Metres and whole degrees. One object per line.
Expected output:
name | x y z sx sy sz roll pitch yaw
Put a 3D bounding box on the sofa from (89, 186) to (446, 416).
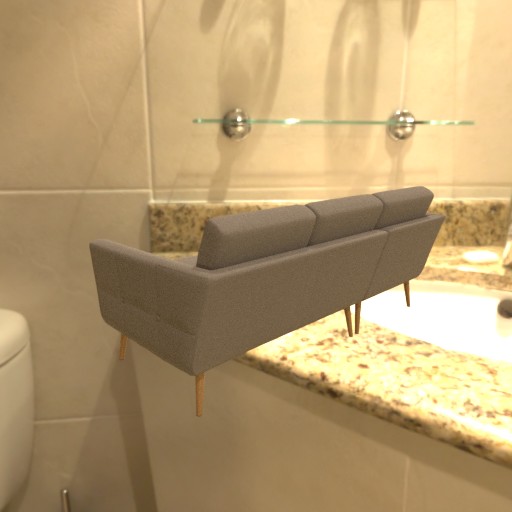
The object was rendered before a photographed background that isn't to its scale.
sofa | 0.000 0.000 2.815 2.040 0.860 1.530 -14 20 -42
